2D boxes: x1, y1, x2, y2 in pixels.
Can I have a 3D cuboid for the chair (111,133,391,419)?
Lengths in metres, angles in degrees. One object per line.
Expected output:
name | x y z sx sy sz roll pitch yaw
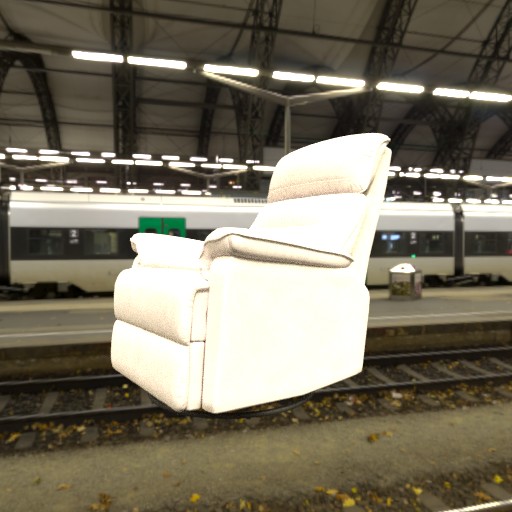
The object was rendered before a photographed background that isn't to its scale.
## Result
chair | 0.000 0.000 1.792 1.001 1.039 0.820 -1 1 -36
